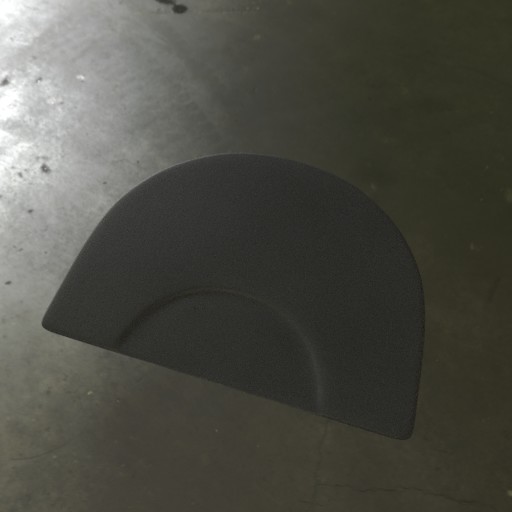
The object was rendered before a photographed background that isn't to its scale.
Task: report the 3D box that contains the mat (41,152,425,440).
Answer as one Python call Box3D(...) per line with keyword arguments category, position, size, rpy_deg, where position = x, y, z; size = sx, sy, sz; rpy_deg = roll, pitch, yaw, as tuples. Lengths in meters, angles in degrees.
Box3D(category="mat", position=(0.000, 0.000, 1.567), size=(1.220, 0.016, 0.917), rpy_deg=(15, 64, 8))
